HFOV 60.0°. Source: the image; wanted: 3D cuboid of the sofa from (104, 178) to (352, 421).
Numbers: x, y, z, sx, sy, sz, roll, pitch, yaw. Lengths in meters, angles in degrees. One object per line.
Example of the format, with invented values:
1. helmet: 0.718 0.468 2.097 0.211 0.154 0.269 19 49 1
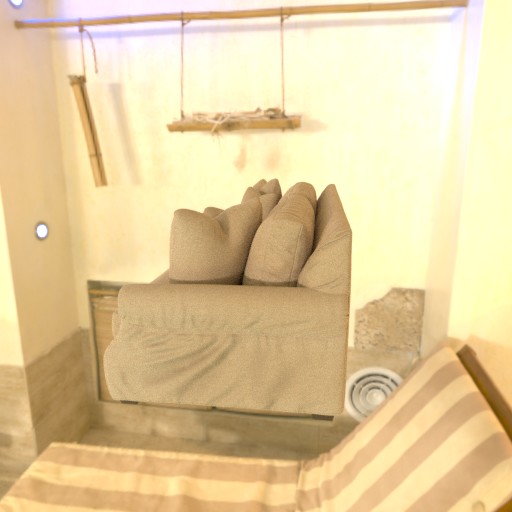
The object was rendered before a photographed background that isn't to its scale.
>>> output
1. sofa: 0.000 0.000 2.827 1.067 0.904 2.285 2 14 8
